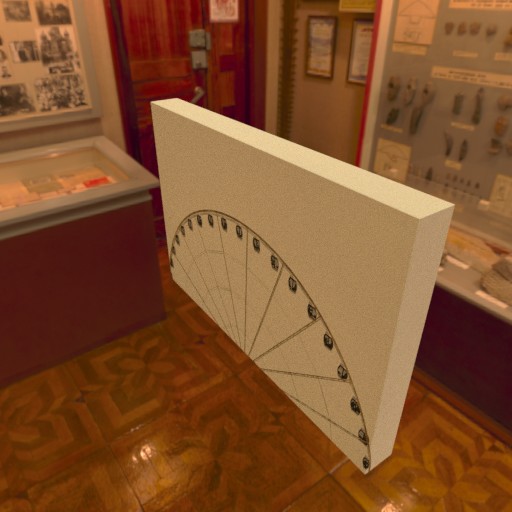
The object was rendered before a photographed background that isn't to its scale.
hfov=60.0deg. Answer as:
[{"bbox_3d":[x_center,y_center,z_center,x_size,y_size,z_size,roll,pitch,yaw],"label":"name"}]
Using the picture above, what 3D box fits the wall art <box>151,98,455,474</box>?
[{"bbox_3d":[0.000,0.000,0.471,0.039,0.254,0.384,-20,37,-29],"label":"wall art"}]
